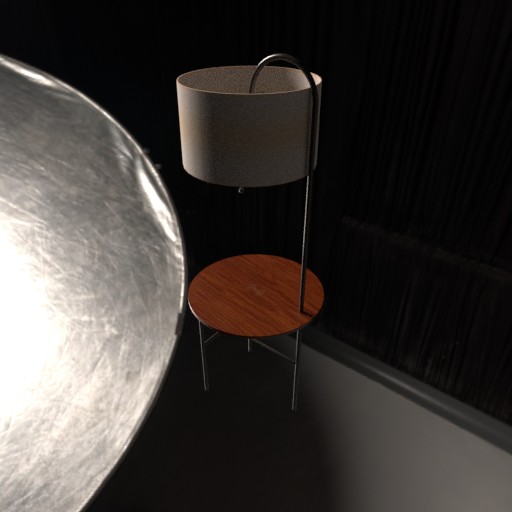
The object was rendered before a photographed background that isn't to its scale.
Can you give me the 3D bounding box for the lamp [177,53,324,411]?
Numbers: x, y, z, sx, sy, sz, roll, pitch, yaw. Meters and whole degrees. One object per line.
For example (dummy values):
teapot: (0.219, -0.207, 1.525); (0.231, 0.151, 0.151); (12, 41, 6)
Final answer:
lamp: (0.000, 0.000, 1.791); (0.573, 1.517, 0.573); (0, 32, 0)
